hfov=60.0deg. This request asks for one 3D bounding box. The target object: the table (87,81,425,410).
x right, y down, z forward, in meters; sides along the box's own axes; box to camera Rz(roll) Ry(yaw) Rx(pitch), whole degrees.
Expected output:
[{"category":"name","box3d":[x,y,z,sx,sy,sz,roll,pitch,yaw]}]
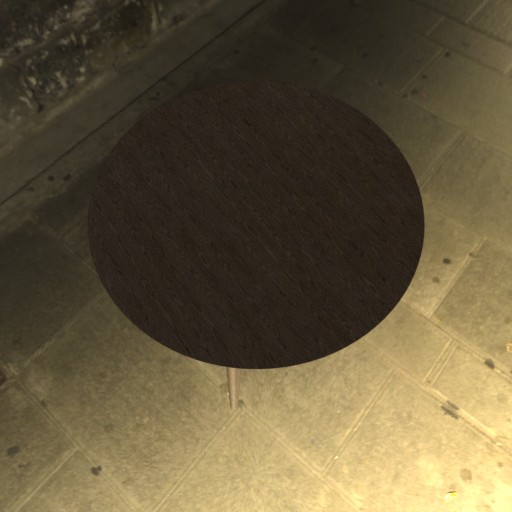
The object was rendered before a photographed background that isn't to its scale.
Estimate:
[{"category":"table","box3d":[0.000,0.000,1.755,1.053,0.786,1.053,0,64,0]}]
